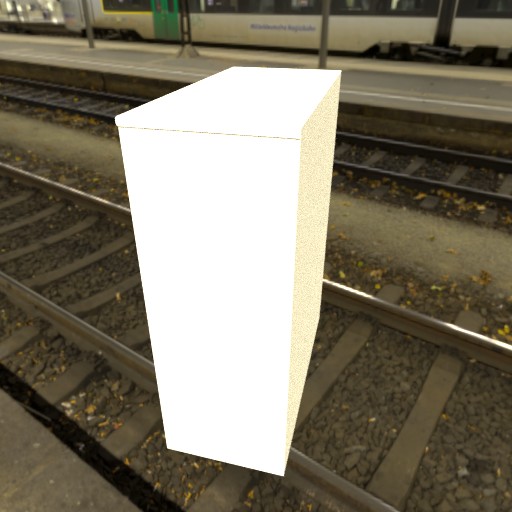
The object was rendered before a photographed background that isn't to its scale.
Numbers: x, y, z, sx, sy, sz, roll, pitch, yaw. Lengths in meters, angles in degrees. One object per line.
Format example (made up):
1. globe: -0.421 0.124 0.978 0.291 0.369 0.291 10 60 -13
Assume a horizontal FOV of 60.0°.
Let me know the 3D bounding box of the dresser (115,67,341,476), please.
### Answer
1. dresser: 0.000 0.000 1.448 0.380 1.040 0.800 7 31 13
